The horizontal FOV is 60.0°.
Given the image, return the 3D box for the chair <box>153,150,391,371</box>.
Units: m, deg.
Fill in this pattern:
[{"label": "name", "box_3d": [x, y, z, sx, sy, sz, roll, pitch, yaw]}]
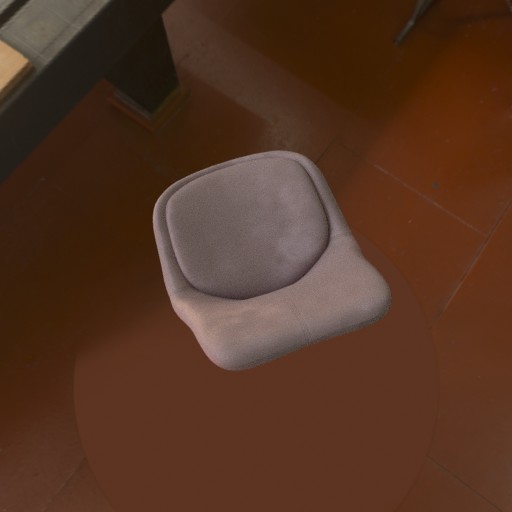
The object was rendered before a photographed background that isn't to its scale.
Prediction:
[{"label": "chair", "box_3d": [0.000, 0.000, 1.189, 0.483, 0.865, 0.547, -19, 76, -5]}]
